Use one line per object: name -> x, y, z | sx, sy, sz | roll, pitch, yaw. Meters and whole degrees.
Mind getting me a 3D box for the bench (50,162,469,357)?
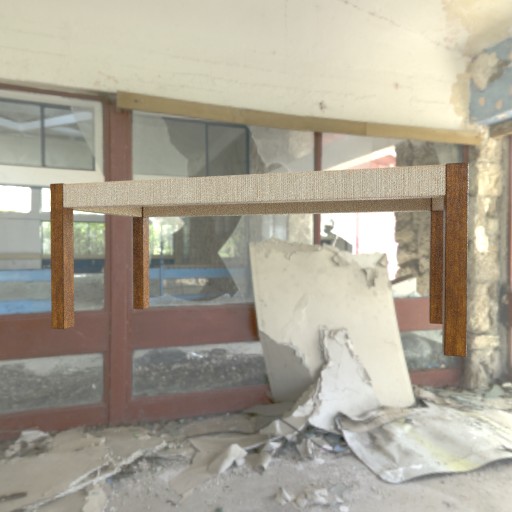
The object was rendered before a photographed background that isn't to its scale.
bench -> 0.000, 0.000, 1.460 | 1.198, 0.457, 0.507 | 0, 1, 17
